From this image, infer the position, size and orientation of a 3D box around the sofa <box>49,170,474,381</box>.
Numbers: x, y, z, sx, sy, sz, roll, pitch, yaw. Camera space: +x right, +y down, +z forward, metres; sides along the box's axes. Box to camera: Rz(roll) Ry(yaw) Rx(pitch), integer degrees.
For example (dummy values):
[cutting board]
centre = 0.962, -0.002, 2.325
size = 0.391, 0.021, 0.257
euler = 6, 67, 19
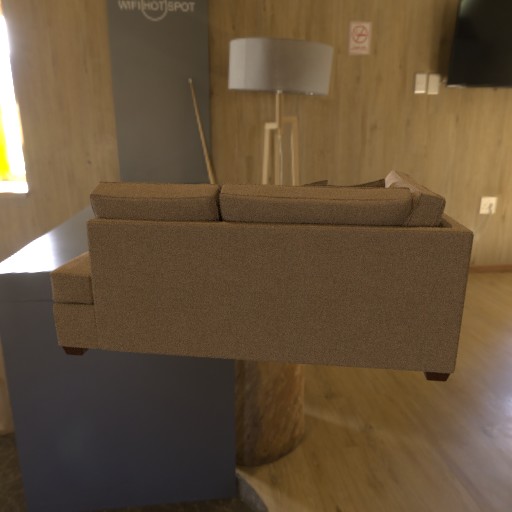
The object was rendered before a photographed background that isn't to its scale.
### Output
[sofa]
centre = 0.000, 0.000, 2.832
size = 2.238, 1.019, 1.110
euler = 2, 16, 7
